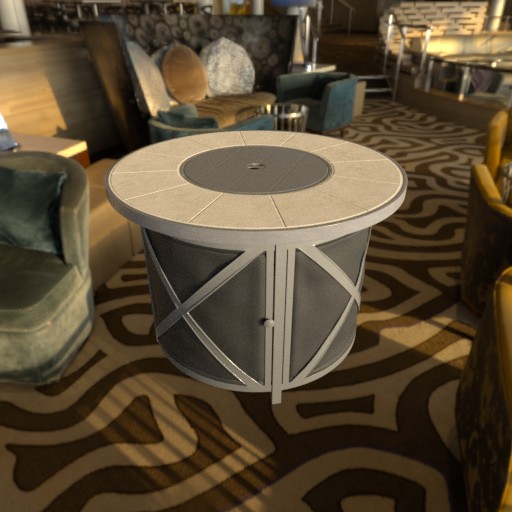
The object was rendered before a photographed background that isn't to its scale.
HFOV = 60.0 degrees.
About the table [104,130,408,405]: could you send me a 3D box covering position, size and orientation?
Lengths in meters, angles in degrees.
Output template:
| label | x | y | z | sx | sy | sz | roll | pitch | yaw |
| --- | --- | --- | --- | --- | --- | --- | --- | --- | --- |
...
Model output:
| label | x | y | z | sx | sy | sz | roll | pitch | yaw |
| --- | --- | --- | --- | --- | --- | --- | --- | --- | --- |
| table | 0.000 | 0.000 | 1.556 | 0.914 | 0.650 | 0.914 | 0 | 30 | 0 |
